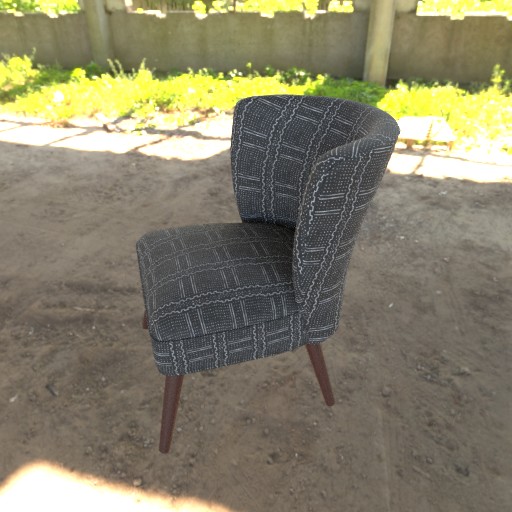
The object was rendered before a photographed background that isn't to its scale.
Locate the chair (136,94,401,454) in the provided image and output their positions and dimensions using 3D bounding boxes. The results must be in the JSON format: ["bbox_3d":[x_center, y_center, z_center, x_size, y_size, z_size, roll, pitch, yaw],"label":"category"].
[{"bbox_3d":[0.000,0.000,1.390,0.758,0.866,0.710,-9,31,-15],"label":"chair"}]
